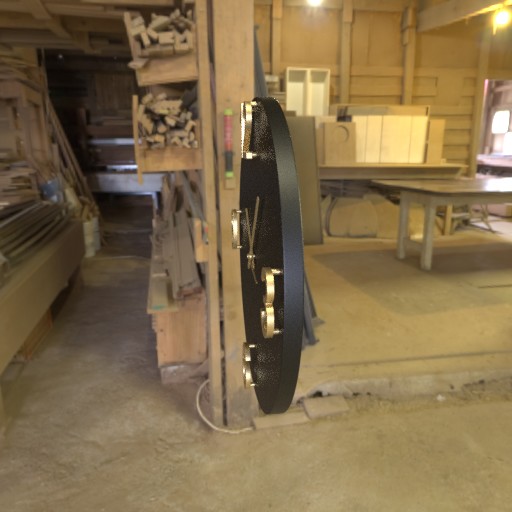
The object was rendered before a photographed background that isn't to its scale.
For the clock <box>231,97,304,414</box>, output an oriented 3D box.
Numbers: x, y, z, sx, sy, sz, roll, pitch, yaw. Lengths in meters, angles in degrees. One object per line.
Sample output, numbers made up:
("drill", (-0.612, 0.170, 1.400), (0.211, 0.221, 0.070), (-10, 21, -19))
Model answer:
("clock", (0.000, 0.000, 0.672), (0.038, 0.454, 0.454), (-2, 15, -8))
